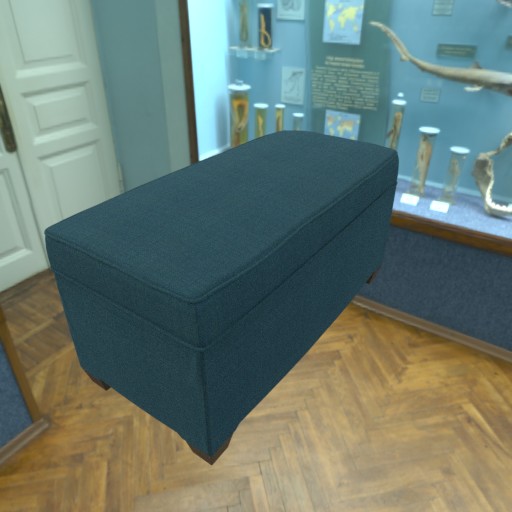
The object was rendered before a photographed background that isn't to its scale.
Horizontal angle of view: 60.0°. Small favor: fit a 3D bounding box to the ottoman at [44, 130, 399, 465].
[{"bbox_3d":[0.000,0.000,1.237,0.474,0.474,0.943,21,37,30],"label":"ottoman"}]
